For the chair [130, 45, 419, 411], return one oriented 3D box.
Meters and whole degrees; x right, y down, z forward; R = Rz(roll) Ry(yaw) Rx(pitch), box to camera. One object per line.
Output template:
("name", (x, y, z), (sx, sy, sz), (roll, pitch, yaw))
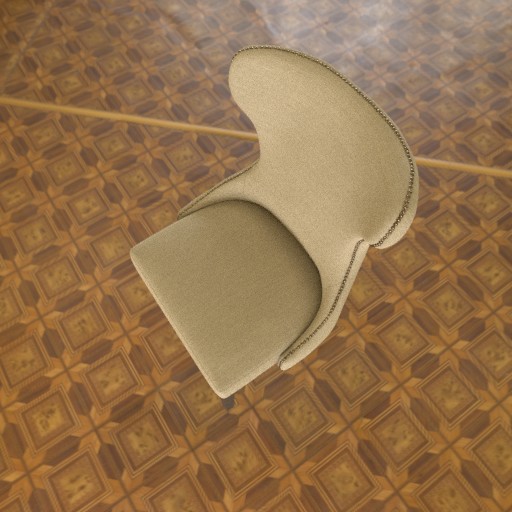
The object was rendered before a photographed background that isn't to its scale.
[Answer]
("chair", (0.000, 0.000, 1.346), (0.635, 0.967, 0.628), (-32, 67, -15))
